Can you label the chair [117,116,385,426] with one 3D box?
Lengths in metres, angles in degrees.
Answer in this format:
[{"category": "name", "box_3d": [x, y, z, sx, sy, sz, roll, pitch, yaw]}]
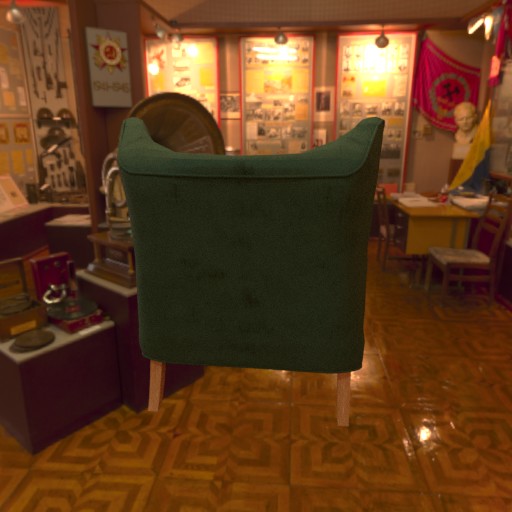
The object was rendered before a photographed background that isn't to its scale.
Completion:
[{"category": "chair", "box_3d": [0.000, 0.000, 1.596, 0.793, 0.952, 0.910, 2, 17, 7]}]
